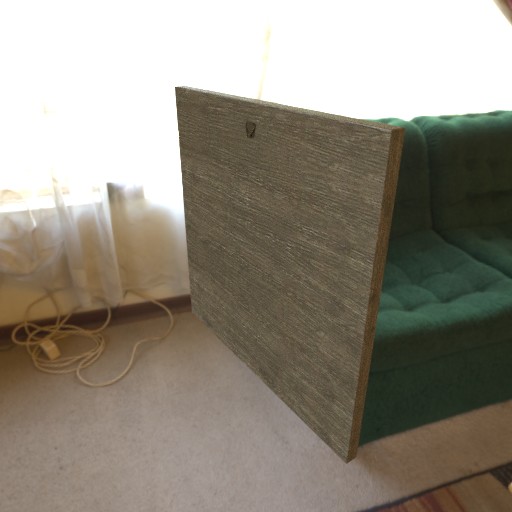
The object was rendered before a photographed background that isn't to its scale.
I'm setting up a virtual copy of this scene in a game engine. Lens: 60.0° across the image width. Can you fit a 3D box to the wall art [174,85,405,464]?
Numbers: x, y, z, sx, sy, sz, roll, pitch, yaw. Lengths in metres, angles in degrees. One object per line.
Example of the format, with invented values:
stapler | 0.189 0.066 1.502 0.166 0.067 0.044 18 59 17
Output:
wall art | 0.000 0.000 0.691 0.027 0.459 0.462 -18 32 -31
